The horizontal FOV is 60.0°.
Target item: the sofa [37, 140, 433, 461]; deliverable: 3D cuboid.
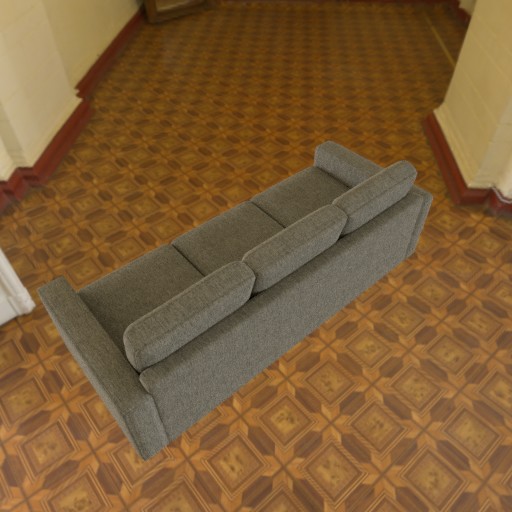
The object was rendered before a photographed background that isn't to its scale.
[{"bbox_3d":[0.000,0.000,2.575,2.160,0.800,0.900,-32,53,-27],"label":"sofa"}]
